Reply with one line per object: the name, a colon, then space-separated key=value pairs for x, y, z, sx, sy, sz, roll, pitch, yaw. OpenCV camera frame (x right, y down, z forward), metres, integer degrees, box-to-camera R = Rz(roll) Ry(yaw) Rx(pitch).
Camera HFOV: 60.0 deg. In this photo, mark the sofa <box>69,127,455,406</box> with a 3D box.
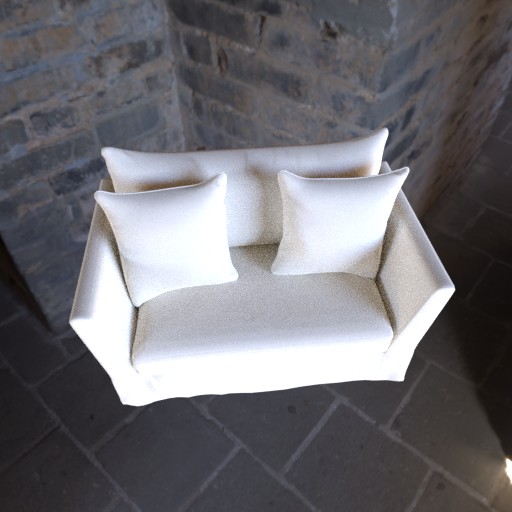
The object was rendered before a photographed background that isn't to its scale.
sofa: x=0.000 y=0.000 z=2.303 sx=1.608 sy=1.039 sz=1.026 roll=-4 pitch=46 yaw=-4
